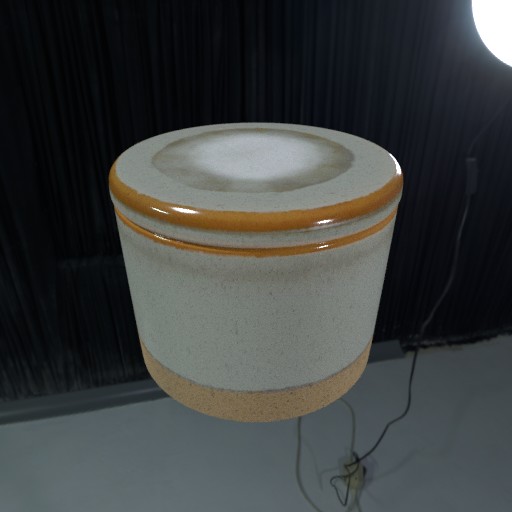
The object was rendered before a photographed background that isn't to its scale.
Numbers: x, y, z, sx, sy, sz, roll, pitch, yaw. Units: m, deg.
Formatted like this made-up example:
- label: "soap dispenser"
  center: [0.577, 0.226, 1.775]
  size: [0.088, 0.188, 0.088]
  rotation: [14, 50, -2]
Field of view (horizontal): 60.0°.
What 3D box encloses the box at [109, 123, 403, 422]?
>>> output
- label: "box"
  center: [0.000, 0.000, 0.214]
  size: [0.123, 0.100, 0.123]
  rotation: [0, 30, 0]
